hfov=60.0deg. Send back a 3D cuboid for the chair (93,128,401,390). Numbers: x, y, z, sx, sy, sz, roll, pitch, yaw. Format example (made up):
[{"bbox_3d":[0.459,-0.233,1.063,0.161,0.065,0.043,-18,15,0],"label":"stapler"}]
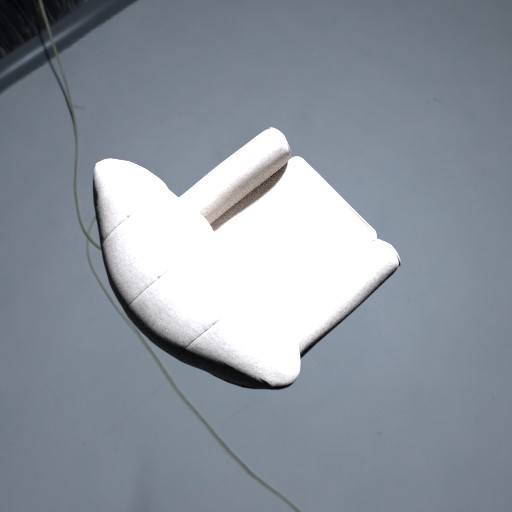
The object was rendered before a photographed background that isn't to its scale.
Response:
[{"bbox_3d":[0.000,0.000,1.934,1.025,1.209,0.942,-39,79,-10],"label":"chair"}]
